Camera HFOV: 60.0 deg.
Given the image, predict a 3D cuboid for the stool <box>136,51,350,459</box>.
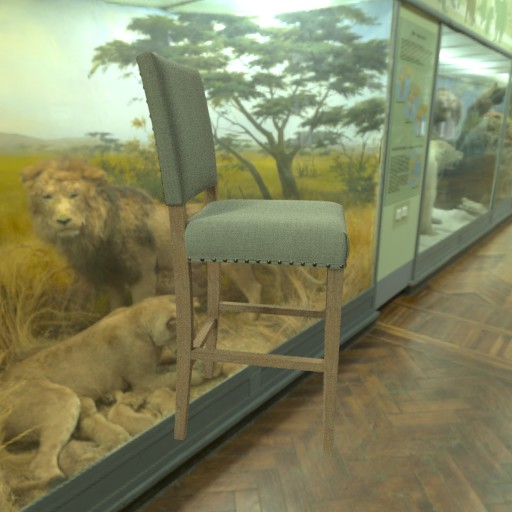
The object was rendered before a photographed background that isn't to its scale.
[{"bbox_3d":[0.000,0.000,1.477,0.585,1.203,0.445,3,17,8],"label":"stool"}]
